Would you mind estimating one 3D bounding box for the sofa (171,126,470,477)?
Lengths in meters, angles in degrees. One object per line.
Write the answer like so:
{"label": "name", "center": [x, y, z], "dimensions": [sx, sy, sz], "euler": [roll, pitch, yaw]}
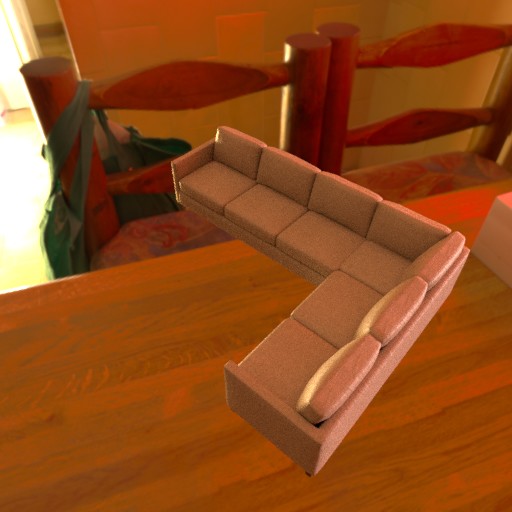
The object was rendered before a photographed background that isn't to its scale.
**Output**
{"label": "sofa", "center": [0.000, 0.000, 4.509], "dimensions": [3.333, 0.934, 2.522], "euler": [32, 53, 28]}
